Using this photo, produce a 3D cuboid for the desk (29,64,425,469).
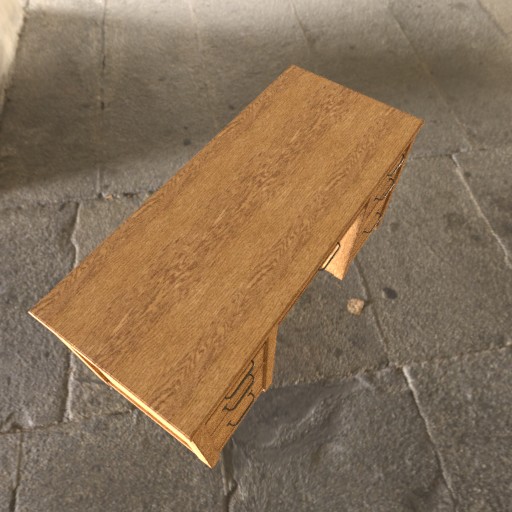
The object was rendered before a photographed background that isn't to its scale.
[{"bbox_3d":[0.000,0.000,1.973,0.685,0.751,1.567,31,63,18],"label":"desk"}]
